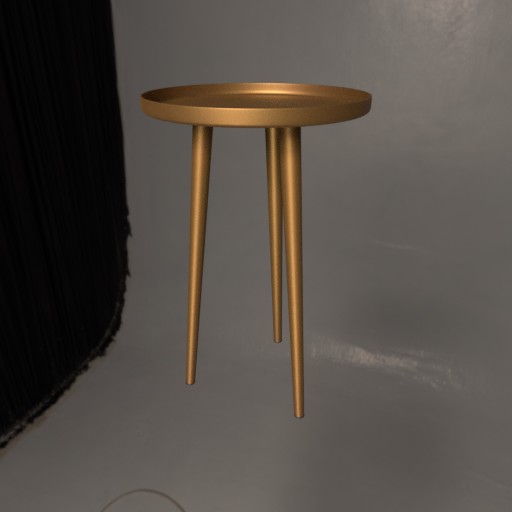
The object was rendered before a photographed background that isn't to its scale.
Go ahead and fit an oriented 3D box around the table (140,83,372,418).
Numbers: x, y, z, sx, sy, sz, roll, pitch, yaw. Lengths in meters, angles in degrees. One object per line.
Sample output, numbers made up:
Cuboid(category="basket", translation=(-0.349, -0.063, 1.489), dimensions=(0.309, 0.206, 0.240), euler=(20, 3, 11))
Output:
Cuboid(category="table", translation=(0.000, 0.000, 0.690), dimensions=(0.299, 0.480, 0.299), euler=(9, 27, 18))
